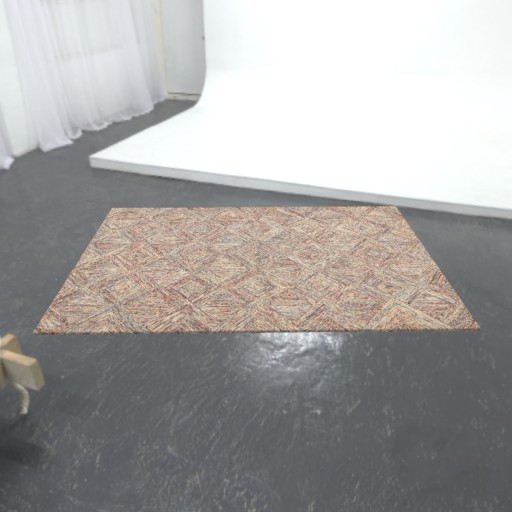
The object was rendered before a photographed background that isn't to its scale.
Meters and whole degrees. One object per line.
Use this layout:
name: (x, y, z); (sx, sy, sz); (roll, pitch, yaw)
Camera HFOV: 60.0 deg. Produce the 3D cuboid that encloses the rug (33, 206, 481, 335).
rug: (0.000, 0.000, 2.914); (2.285, 0.019, 1.523); (0, 31, -1)
